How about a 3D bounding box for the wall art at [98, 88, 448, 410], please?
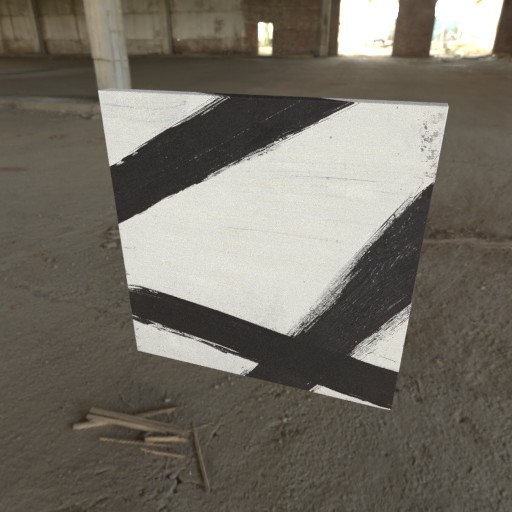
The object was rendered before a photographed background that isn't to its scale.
[{"bbox_3d":[0.000,0.000,1.119,0.765,0.765,0.046,9,28,17],"label":"wall art"}]
